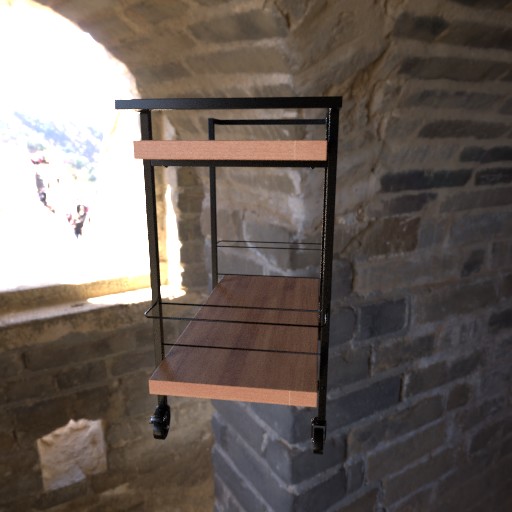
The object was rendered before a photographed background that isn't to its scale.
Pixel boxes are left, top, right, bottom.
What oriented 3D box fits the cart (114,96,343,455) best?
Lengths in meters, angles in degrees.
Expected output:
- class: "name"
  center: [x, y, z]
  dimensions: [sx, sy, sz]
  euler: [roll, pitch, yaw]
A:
- class: "cart"
  center: [0.000, 0.000, 1.234]
  dimensions: [0.406, 0.762, 0.806]
  euler: [2, 15, 8]
